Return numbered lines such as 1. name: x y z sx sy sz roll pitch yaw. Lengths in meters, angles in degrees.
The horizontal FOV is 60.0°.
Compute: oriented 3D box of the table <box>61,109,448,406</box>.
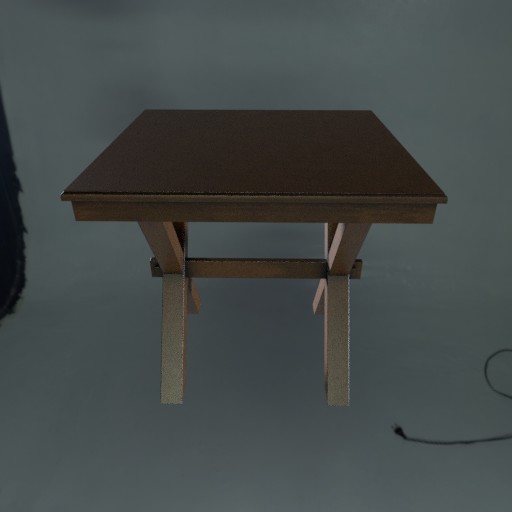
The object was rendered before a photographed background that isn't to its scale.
1. table: 0.000 0.000 1.069 0.602 0.562 0.560 1 31 1
